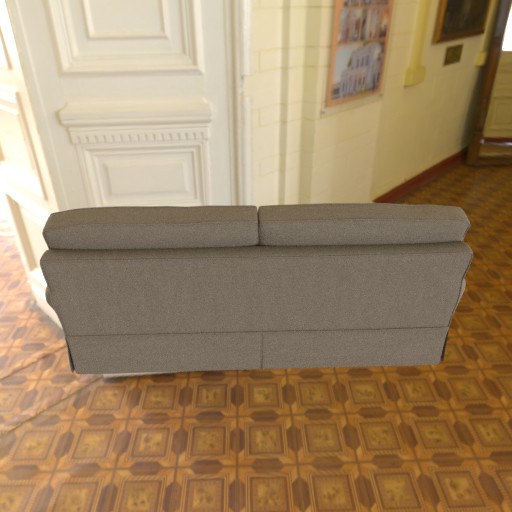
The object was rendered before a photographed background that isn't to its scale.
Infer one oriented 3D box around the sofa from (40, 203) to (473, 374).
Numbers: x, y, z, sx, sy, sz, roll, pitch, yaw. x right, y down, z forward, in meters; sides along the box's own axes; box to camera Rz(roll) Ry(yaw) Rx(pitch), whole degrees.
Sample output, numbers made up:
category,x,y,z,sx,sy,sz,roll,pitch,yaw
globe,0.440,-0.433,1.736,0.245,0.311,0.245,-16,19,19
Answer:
category,x,y,z,sx,sy,sz,roll,pitch,yaw
sofa,0.000,0.000,2.715,2.248,0.943,0.991,-1,31,-2
